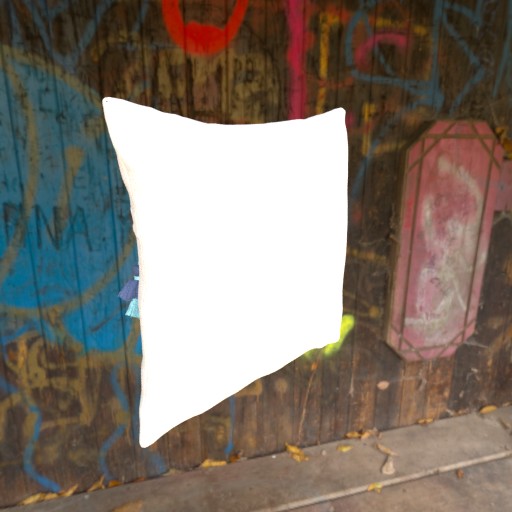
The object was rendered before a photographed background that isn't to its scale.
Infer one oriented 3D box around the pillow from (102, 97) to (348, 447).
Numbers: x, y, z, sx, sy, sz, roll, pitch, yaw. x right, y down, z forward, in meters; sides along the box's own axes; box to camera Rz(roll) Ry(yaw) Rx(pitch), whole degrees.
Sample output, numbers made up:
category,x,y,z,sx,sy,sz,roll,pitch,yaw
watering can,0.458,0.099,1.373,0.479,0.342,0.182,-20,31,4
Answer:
category,x,y,z,sx,sy,sz,roll,pitch,yaw
pillow,0.000,0.000,0.670,0.433,0.436,0.173,-15,22,-42
